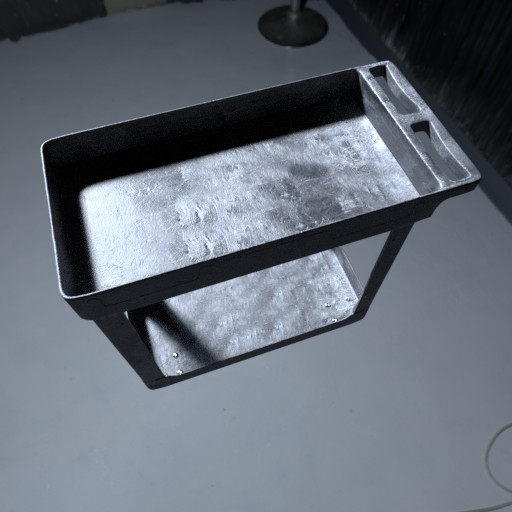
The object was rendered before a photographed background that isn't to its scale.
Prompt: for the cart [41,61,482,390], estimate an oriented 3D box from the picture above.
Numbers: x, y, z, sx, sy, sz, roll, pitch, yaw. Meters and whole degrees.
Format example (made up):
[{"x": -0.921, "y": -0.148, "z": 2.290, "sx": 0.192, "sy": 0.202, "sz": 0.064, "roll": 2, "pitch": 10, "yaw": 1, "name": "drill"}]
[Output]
[{"x": 0.000, "y": 0.000, "z": 1.310, "sx": 0.877, "sy": 0.824, "sz": 0.420, "roll": -17, "pitch": 61, "yaw": -10, "name": "cart"}]
